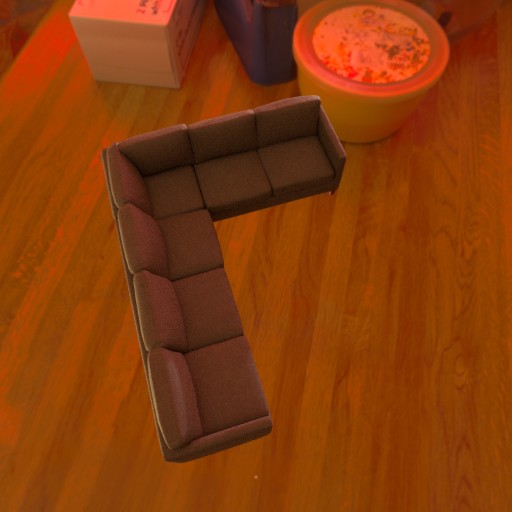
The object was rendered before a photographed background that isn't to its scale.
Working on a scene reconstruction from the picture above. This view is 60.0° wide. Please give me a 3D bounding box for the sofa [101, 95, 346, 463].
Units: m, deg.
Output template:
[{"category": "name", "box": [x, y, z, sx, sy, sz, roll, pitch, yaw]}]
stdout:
[{"category": "sofa", "box": [0.000, 0.000, 4.542, 2.593, 0.947, 3.302, -16, 65, -8]}]
